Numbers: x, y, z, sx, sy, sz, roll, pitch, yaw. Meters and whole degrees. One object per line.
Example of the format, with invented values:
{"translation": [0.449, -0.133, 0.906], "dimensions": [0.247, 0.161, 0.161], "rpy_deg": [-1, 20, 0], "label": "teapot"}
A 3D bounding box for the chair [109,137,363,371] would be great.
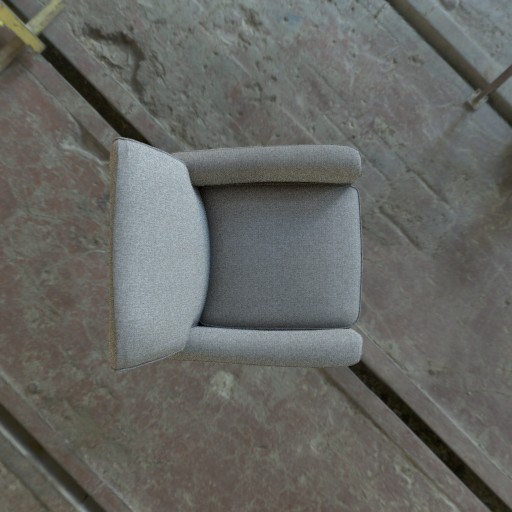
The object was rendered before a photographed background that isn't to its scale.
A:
{"translation": [0.000, 0.000, 1.738], "dimensions": [0.864, 1.014, 0.848], "rpy_deg": [0, 89, 0], "label": "chair"}
